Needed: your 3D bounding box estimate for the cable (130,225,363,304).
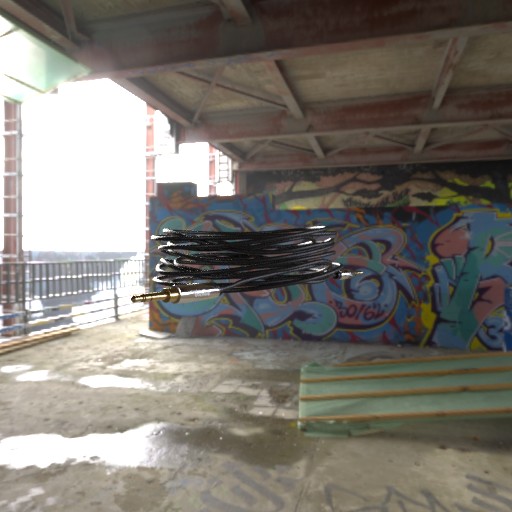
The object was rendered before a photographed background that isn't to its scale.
[{"bbox_3d":[0.000,0.000,0.497,0.198,0.069,0.432,0,1,35],"label":"cable"}]
